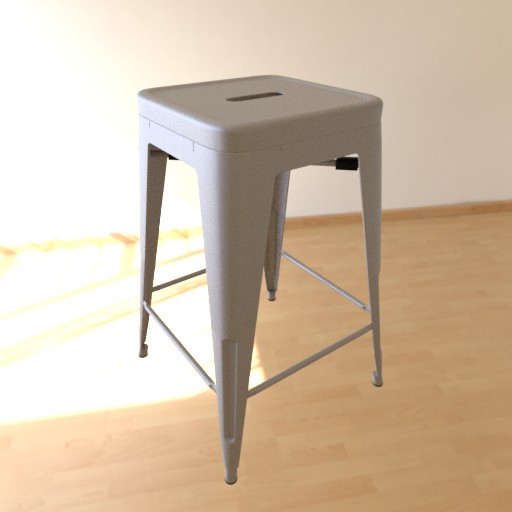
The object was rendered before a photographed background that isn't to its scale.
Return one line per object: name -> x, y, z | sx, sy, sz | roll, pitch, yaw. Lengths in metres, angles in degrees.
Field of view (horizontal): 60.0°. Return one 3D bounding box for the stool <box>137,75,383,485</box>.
stool -> 0.000, 0.000, 0.868 | 0.410, 0.608, 0.410 | -20, 36, -30
